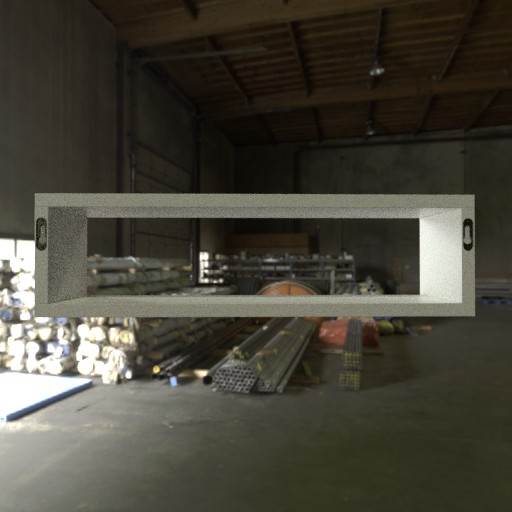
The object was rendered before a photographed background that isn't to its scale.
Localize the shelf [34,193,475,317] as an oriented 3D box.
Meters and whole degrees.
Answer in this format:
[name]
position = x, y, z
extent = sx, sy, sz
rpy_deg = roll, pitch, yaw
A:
[shelf]
position = 0.000, 0.000, 0.688
extent = 0.610, 0.170, 0.150
rpy_deg = 0, -1, -1
